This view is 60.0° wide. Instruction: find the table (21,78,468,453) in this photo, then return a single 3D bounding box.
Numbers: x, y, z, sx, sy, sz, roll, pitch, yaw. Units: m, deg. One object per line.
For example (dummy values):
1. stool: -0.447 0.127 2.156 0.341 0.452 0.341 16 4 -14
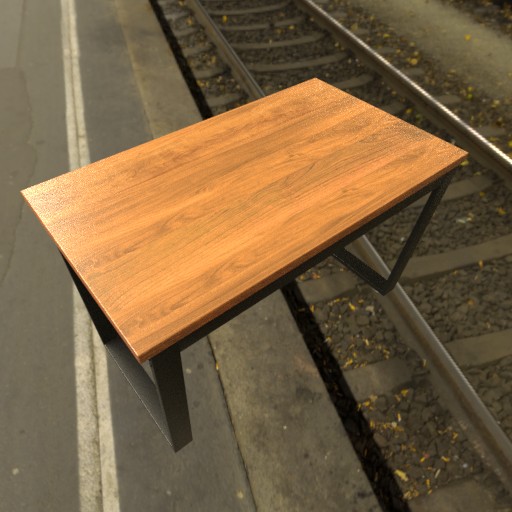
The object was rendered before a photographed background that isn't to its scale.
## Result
1. table: 0.000 0.000 1.645 1.205 0.760 0.714 -30 53 -26
